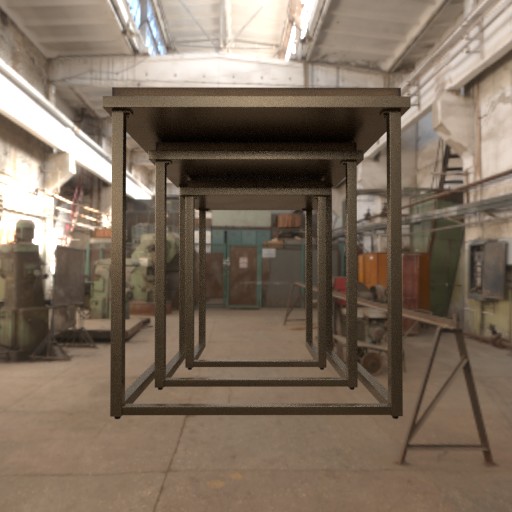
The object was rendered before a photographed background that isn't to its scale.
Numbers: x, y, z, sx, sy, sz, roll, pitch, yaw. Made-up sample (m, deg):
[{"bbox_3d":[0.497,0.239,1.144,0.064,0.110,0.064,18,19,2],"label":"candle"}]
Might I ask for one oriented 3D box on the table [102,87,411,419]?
[{"bbox_3d":[0.000,0.000,1.151,0.559,0.610,0.706,0,-1,0],"label":"table"}]
